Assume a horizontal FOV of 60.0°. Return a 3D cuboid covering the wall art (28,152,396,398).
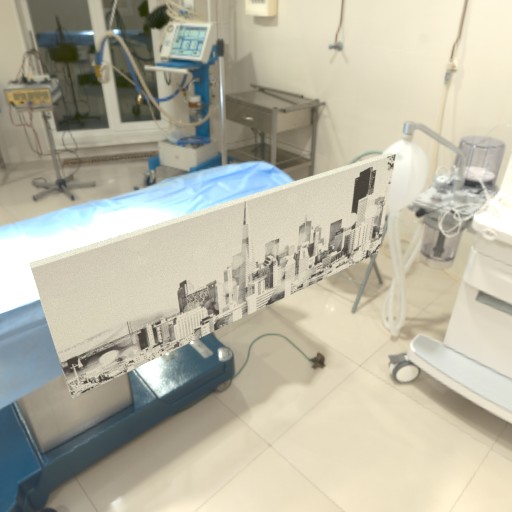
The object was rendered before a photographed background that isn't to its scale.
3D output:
[{"bbox_3d":[0.000,0.000,1.711,1.520,0.507,0.039,-22,38,-31],"label":"wall art"}]
